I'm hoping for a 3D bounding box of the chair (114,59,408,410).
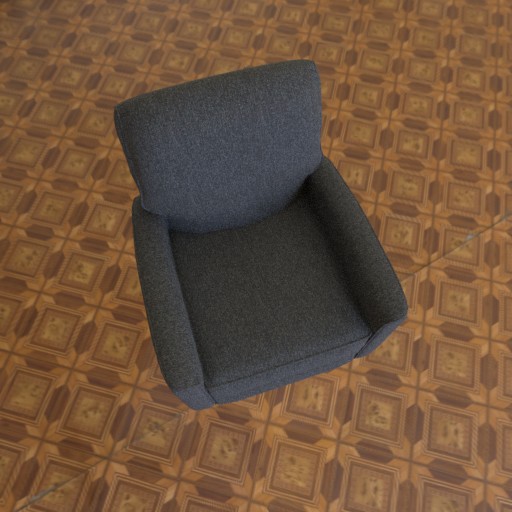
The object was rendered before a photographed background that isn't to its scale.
[{"bbox_3d":[0.000,0.000,1.633,0.839,1.016,0.850,-16,66,-8],"label":"chair"}]
